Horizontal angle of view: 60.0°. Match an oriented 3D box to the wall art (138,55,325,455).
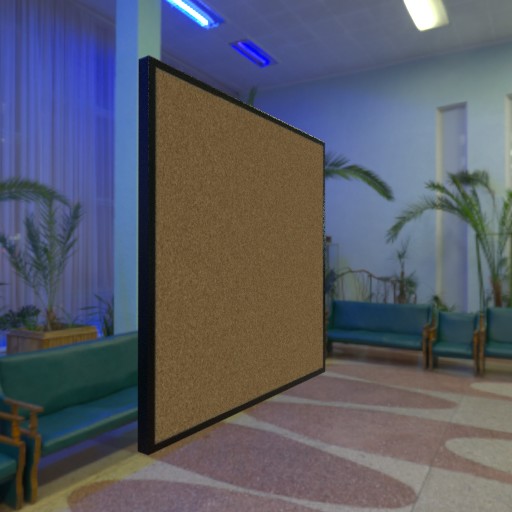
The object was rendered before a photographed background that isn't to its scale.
[{"bbox_3d":[0.000,0.000,0.534,0.014,0.349,0.349,0,-1,35],"label":"wall art"}]
